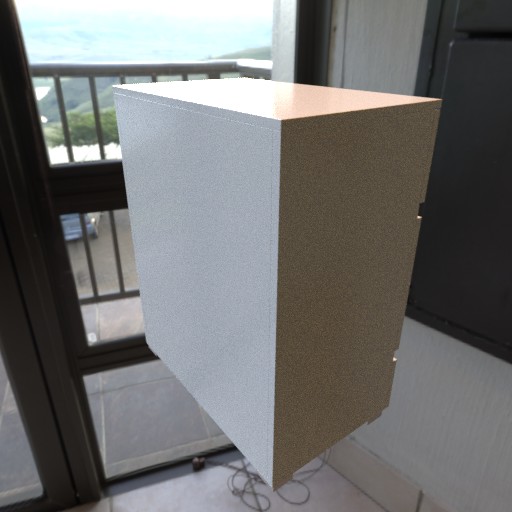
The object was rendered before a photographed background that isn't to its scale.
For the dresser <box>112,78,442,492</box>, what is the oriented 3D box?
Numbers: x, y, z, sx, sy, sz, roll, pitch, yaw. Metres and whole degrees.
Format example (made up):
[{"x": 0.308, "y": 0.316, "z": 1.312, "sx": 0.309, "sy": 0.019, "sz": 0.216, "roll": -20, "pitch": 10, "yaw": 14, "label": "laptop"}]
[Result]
[{"x": 0.000, "y": 0.000, "z": 1.144, "sx": 0.400, "sy": 0.800, "sz": 0.650, "roll": -18, "pitch": 31, "yaw": -33, "label": "dresser"}]
